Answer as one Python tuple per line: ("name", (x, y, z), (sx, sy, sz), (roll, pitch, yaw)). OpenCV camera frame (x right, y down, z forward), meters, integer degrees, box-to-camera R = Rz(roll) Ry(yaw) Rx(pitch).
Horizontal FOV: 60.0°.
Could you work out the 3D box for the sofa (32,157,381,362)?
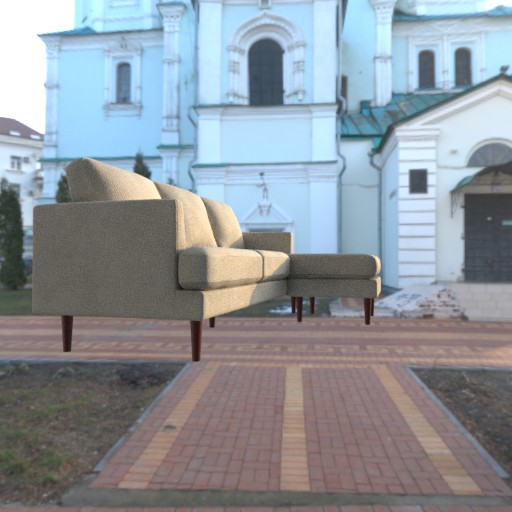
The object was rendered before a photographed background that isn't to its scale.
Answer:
("sofa", (0.000, 0.000, 2.892), (1.504, 0.956, 2.233), (0, -1, 17))
